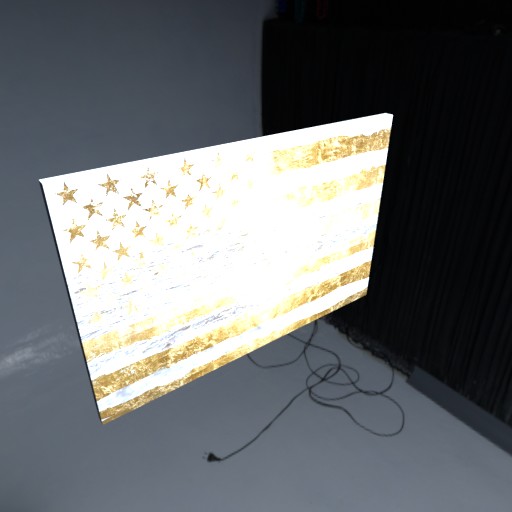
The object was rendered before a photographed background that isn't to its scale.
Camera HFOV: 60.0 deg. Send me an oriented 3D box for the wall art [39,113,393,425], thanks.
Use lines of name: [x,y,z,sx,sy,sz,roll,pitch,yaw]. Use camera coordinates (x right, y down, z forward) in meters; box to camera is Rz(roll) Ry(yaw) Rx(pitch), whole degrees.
wall art: [0.000,0.000,1.163,0.932,0.610,0.027,-20,35,-31]
